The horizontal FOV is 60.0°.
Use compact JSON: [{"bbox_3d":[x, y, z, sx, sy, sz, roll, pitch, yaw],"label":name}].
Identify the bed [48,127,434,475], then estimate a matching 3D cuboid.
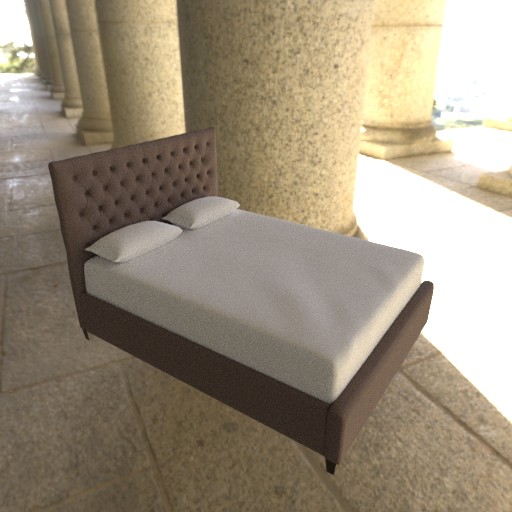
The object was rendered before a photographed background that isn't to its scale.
[{"bbox_3d":[0.000,0.000,3.273,2.233,1.426,1.696,17,30,31],"label":"bed"}]
